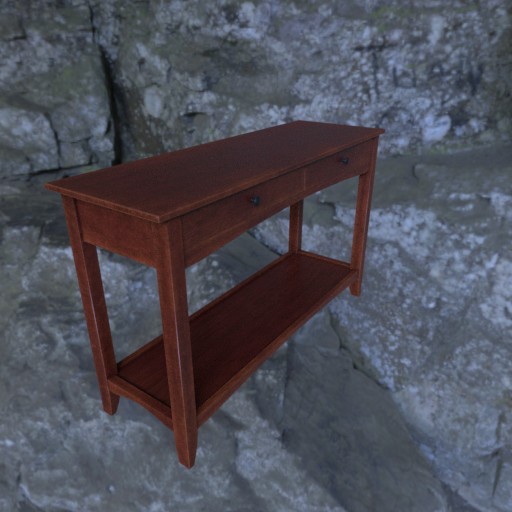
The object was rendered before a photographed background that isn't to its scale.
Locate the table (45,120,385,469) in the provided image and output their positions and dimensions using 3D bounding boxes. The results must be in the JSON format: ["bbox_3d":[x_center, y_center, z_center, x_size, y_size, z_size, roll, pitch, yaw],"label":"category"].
[{"bbox_3d":[0.000,0.000,1.547,0.392,0.739,1.188,17,30,32],"label":"table"}]
